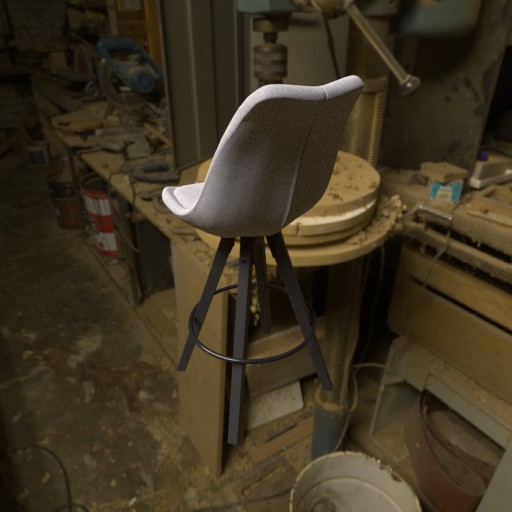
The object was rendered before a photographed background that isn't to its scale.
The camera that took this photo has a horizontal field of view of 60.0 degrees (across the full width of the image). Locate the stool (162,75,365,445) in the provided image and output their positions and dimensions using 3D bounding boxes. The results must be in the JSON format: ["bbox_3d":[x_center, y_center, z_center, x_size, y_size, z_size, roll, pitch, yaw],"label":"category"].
[{"bbox_3d":[0.000,0.000,1.419,0.485,1.115,0.550,-18,35,-29],"label":"stool"}]
